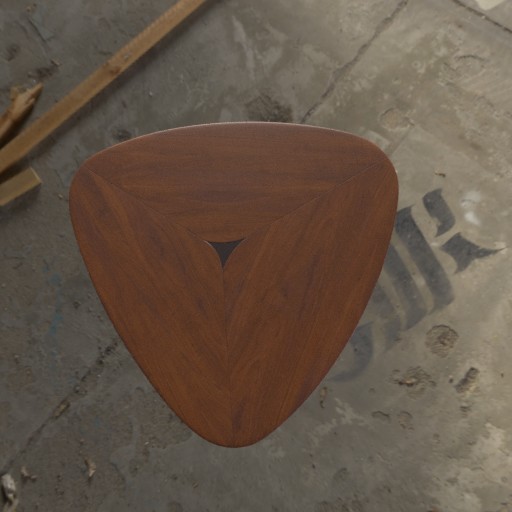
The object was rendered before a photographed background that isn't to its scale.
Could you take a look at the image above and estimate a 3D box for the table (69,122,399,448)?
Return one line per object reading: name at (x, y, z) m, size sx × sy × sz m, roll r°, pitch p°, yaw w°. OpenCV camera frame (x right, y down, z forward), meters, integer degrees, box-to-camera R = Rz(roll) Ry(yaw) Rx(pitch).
table at (0.000, 0.000, 1.314) m, size 0.821 × 0.413 × 0.833 m, roll -31°, pitch 77°, yaw -8°
